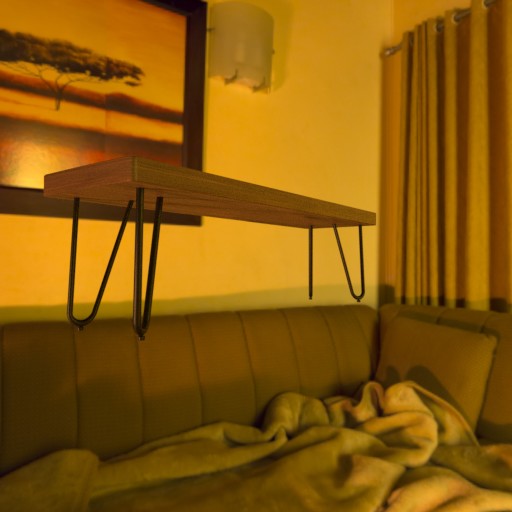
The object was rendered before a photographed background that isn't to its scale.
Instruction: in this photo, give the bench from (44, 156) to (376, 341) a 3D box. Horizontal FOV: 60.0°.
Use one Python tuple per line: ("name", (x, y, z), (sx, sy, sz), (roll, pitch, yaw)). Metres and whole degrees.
("bench", (0.000, 0.000, 1.810), (0.425, 0.462, 1.570), (-1, -1, 37))
